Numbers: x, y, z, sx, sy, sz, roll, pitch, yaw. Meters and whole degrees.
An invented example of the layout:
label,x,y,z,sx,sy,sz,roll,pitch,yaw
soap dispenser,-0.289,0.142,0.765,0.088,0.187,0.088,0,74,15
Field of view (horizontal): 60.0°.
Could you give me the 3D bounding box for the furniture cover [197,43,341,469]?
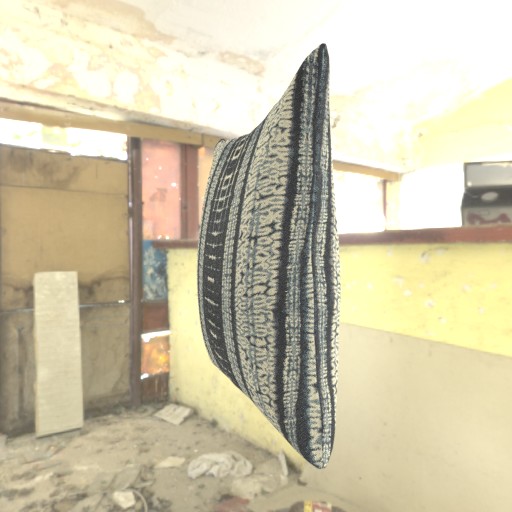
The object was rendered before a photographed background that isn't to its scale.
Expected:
label,x,y,z,sx,sy,sz,roll,pitch,yaw
furniture cover,0.000,0.000,0.647,0.133,0.435,0.425,0,1,-19
